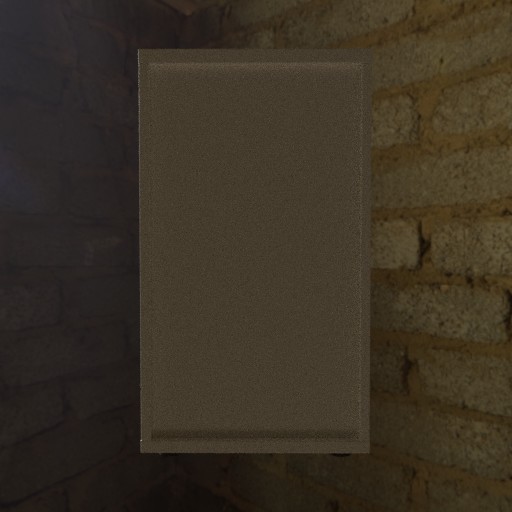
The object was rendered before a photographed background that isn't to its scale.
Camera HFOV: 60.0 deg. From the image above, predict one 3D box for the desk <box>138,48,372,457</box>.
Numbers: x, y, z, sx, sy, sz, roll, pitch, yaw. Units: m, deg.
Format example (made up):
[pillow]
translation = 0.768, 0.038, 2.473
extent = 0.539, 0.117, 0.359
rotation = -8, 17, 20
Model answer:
[desk]
translation = 0.000, 0.000, 1.073
extent = 0.404, 0.730, 0.600
rotation = 0, 1, 0
